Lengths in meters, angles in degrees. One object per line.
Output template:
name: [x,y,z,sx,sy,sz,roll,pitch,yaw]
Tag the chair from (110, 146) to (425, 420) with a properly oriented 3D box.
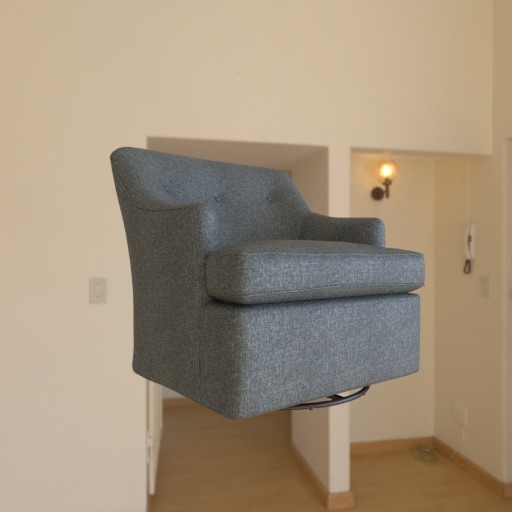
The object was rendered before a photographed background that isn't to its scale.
chair: [0.000,0.000,1.619,0.864,0.856,0.923,0,0,-37]
